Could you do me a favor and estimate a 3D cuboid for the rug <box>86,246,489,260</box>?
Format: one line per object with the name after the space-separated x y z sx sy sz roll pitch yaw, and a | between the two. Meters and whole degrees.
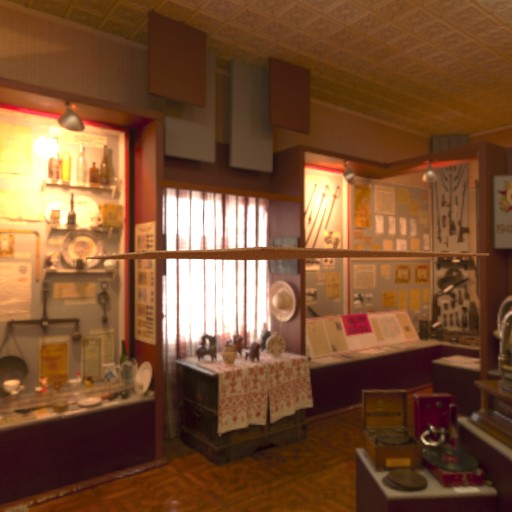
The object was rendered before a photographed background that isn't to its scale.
0.000 0.000 2.944 1.596 0.030 2.283 1 -2 -36 | rug
